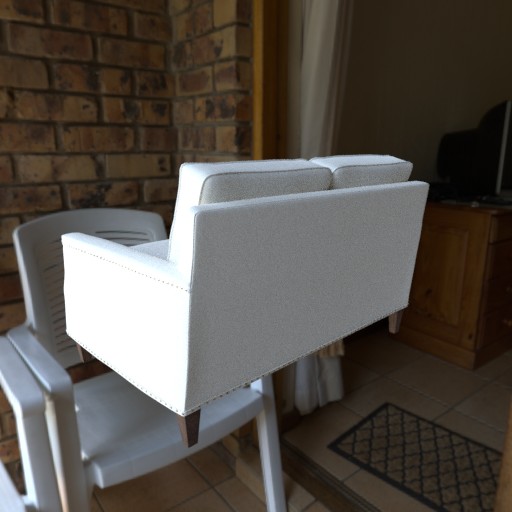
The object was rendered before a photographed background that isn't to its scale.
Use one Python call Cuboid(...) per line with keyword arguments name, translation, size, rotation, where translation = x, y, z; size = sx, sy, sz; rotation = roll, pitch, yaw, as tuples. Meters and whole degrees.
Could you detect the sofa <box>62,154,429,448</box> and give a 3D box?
Cuboid(name="sofa", translation=(0.000, 0.000, 2.256), size=(1.597, 1.003, 1.084), rotation=(-13, 19, -42))
